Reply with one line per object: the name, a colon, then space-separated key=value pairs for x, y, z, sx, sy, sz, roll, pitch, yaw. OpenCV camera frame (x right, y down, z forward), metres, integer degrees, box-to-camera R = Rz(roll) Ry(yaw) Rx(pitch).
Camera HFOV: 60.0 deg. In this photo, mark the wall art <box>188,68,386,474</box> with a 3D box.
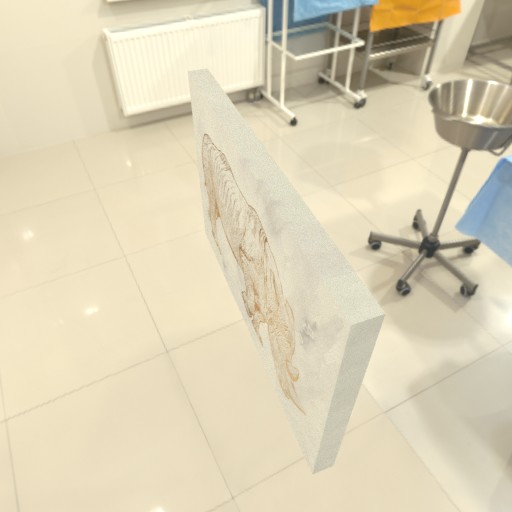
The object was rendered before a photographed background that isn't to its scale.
wall art: x=0.000 y=0.000 z=0.769 sx=0.038 sy=0.407 sz=0.609 roll=-15 pitch=48 yaw=-14
